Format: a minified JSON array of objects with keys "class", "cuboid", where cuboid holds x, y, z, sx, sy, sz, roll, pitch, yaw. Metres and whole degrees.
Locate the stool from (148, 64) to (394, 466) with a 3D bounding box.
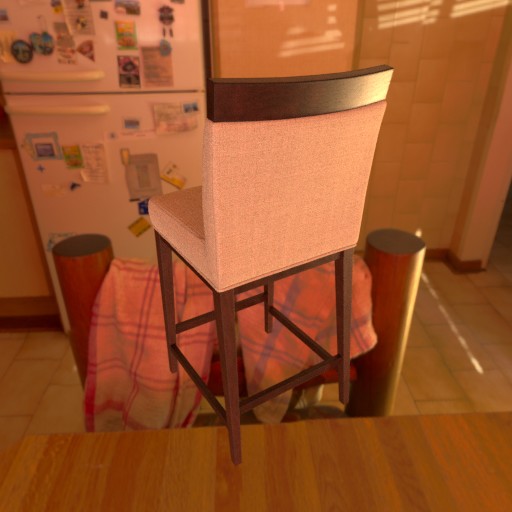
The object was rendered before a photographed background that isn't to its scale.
[{"class":"stool","cuboid":[0.000,0.000,1.262,0.463,1.011,0.480,-17,33,-29]}]
